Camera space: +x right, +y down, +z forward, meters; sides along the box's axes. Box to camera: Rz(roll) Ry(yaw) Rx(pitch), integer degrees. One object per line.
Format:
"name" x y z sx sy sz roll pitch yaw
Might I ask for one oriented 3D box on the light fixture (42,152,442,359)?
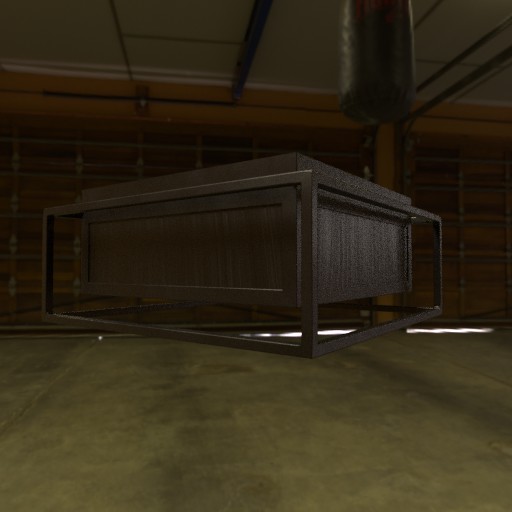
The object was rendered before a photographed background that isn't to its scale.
"light fixture" 0.000 0.000 0.687 0.441 0.191 0.441 -1 -2 36
